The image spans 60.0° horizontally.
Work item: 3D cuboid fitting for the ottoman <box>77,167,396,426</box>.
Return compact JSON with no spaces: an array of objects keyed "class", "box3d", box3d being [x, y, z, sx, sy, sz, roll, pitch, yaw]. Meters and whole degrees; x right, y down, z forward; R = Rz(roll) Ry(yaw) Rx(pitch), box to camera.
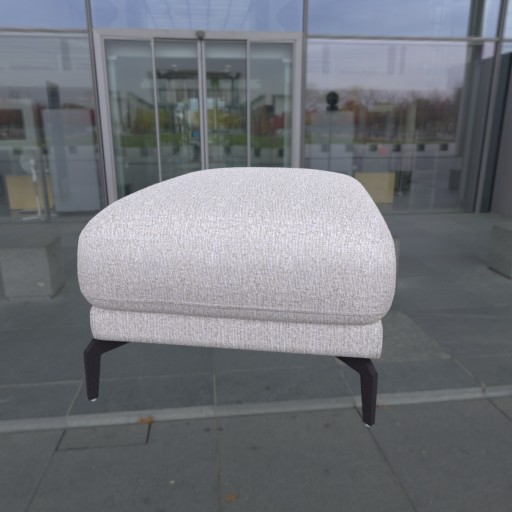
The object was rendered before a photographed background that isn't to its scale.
[{"class":"ottoman","box3d":[0.000,0.000,1.099,0.568,0.420,0.772,2,16,8]}]
